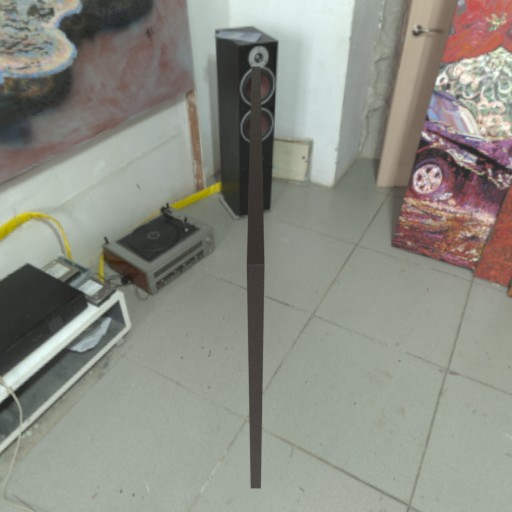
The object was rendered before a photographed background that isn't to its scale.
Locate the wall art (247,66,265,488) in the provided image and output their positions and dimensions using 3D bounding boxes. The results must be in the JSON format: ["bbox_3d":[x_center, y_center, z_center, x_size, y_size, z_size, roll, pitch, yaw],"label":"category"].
[{"bbox_3d":[0.000,0.000,1.594,0.034,0.952,1.207,0,40,0],"label":"wall art"}]
